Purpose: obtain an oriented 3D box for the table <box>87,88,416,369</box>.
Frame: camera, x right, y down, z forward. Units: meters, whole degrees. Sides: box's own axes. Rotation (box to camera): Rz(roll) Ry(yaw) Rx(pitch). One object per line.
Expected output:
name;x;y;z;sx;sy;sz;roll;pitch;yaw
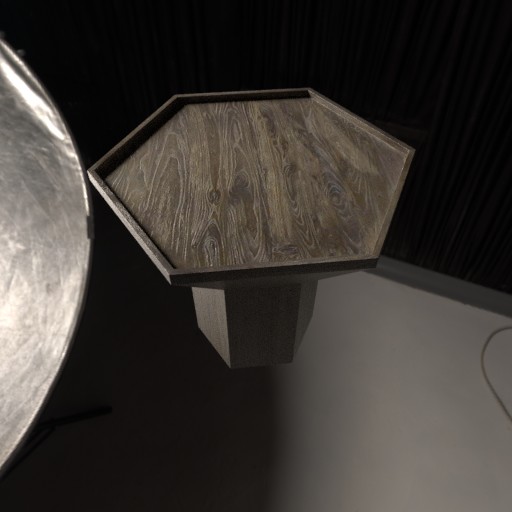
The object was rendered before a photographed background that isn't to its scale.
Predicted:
table;0.000;0.000;1.132;0.592;0.586;0.683;18;50;16
